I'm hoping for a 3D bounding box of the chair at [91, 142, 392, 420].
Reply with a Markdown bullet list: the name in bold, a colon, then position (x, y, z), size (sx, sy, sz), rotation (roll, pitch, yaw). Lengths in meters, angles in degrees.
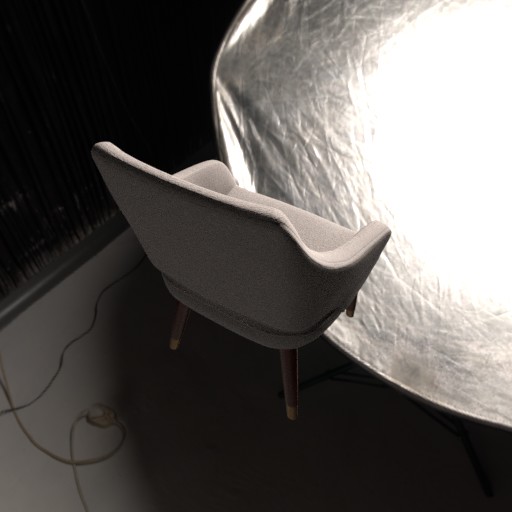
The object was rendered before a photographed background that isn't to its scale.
- **chair**: position (0.000, 0.000, 1.252), size (0.609, 0.889, 0.600), rotation (24, 51, 21)
